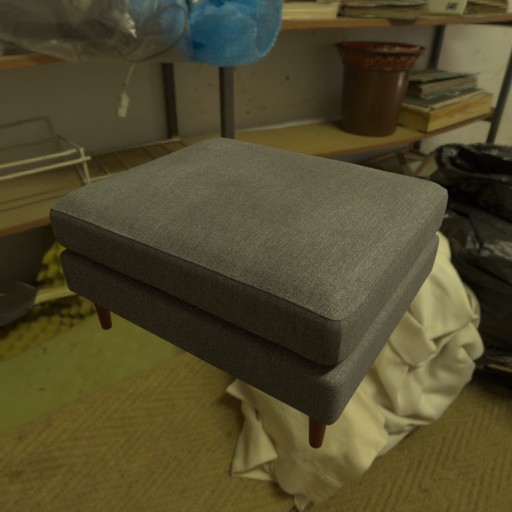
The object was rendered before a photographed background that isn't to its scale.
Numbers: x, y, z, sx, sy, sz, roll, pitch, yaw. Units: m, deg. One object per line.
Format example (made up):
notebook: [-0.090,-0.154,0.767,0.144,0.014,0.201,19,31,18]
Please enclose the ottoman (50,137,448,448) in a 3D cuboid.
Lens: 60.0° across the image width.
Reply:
ottoman: [0.000,0.000,1.238,0.821,0.474,0.693,20,36,29]
